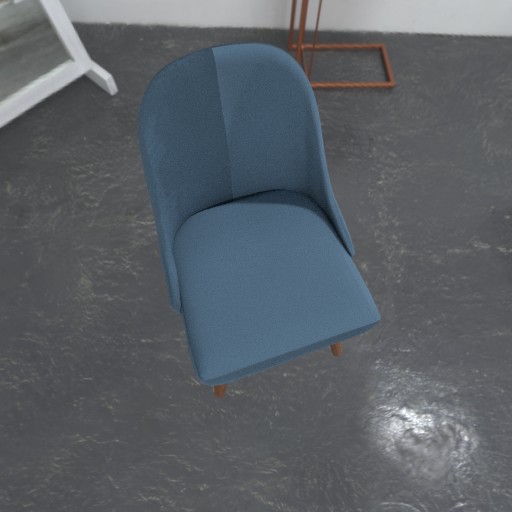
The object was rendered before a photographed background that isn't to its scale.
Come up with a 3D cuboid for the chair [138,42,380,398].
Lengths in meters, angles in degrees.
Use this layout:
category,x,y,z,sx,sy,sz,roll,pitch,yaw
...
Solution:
category,x,y,z,sx,sy,sz,roll,pitch,yaw
chair,0.000,0.000,1.208,0.503,0.882,0.589,-17,66,-8
